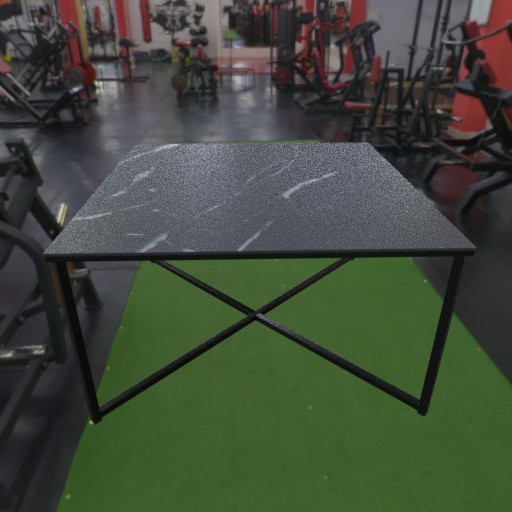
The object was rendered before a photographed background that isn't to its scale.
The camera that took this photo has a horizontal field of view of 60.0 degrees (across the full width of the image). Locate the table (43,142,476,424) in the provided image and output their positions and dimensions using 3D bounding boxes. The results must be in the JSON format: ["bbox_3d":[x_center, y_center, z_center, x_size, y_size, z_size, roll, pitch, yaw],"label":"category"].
[{"bbox_3d":[0.000,0.000,1.274,0.800,0.450,0.800,-1,28,-2],"label":"table"}]
